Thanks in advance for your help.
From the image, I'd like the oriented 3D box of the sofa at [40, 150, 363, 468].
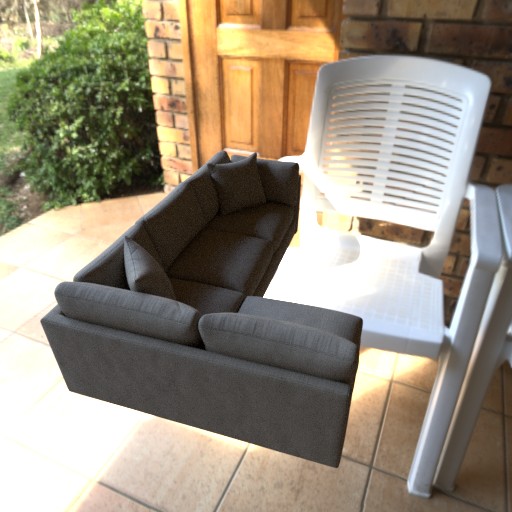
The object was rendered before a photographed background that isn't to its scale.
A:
[{"bbox_3d":[0.000,0.000,3.836,1.994,0.978,2.896,10,34,15],"label":"sofa"}]
